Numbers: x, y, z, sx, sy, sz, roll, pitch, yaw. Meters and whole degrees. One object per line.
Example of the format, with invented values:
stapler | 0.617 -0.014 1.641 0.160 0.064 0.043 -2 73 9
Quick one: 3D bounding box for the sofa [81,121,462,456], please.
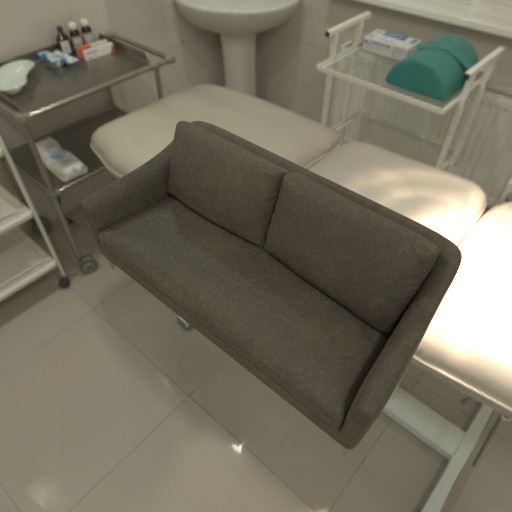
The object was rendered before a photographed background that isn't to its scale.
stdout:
sofa | 0.000 0.000 2.551 2.036 0.902 0.960 32 54 27
